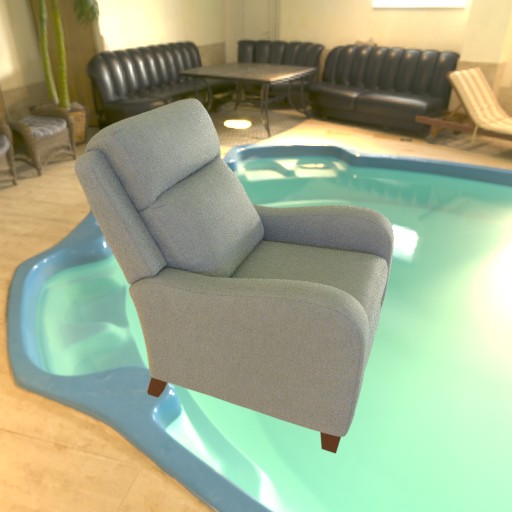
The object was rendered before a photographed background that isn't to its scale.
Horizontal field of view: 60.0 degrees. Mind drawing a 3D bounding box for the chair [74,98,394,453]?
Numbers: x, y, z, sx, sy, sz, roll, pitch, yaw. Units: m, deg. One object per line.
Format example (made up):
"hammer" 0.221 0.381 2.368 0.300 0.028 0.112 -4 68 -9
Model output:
"chair" 0.000 0.000 1.740 0.988 1.067 0.785 11 32 19
